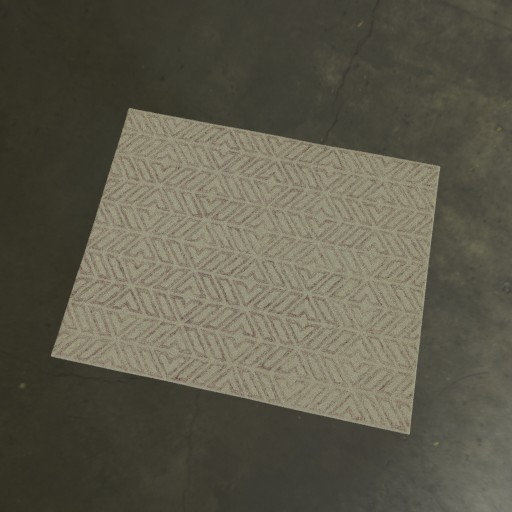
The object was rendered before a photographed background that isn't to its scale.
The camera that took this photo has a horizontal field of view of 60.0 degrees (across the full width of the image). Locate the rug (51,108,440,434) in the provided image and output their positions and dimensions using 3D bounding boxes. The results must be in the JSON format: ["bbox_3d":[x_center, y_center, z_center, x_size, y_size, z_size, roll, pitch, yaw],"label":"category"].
[{"bbox_3d":[0.000,0.000,3.968,3.045,0.008,2.421,11,76,3],"label":"rug"}]
